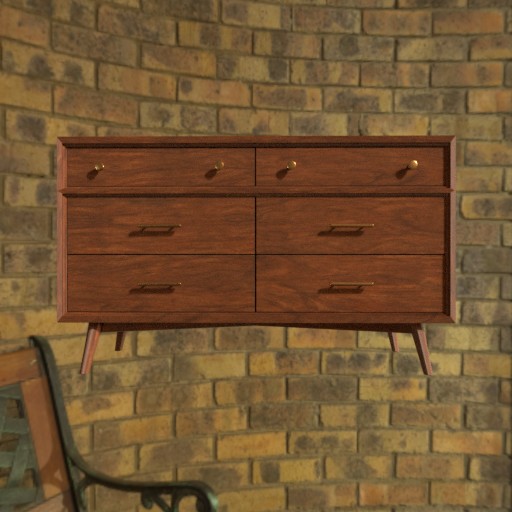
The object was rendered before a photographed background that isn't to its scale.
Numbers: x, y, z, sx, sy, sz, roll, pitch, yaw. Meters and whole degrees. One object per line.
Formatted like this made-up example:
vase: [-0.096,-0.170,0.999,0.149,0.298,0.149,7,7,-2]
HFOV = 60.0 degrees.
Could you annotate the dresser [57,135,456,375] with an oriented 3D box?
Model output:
dresser: [0.000,0.000,1.865,1.472,0.889,0.500,0,0,1]
